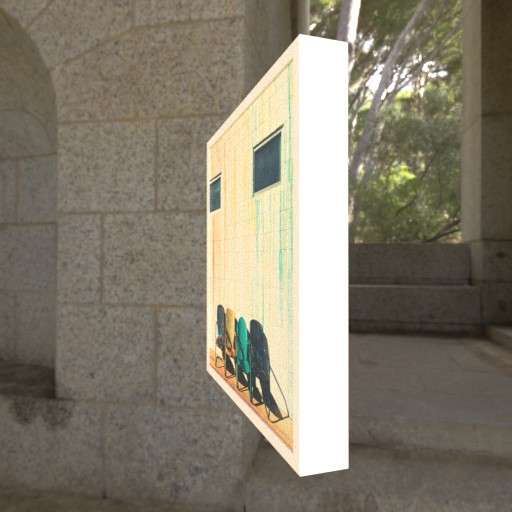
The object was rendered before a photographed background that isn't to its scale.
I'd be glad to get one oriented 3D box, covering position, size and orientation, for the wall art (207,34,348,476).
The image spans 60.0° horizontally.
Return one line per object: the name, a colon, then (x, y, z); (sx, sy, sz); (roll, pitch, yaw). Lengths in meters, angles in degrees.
wall art: (0.000, 0.000, 0.455); (0.038, 0.305, 0.305); (0, 0, -18)
